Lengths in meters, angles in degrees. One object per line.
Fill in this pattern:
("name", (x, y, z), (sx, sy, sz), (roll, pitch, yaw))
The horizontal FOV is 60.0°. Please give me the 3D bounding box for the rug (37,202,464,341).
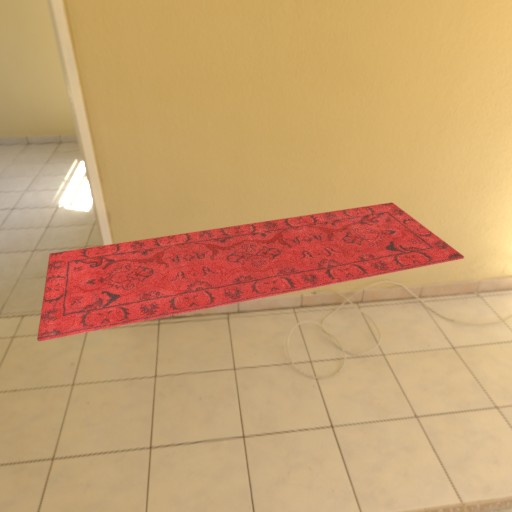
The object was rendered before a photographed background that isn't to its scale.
("rug", (0.000, 0.000, 2.744), (2.439, 0.018, 0.813), (-10, 34, -15))
